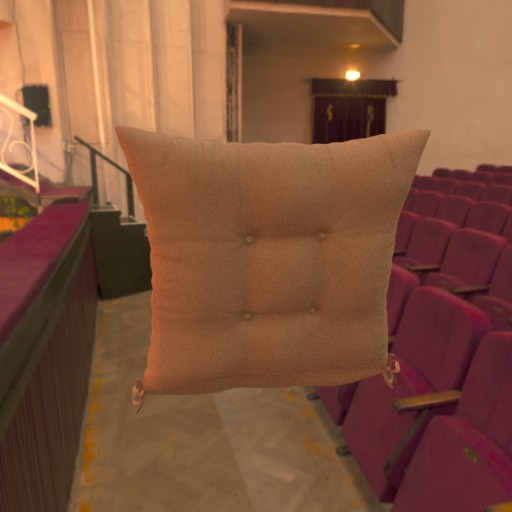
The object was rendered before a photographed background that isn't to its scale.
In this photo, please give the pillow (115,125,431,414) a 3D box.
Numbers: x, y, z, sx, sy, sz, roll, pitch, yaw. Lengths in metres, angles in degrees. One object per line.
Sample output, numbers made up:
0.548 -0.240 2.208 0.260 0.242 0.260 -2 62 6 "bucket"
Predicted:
0.000 0.000 0.984 0.541 0.536 0.585 -3 15 -10 "pillow"
